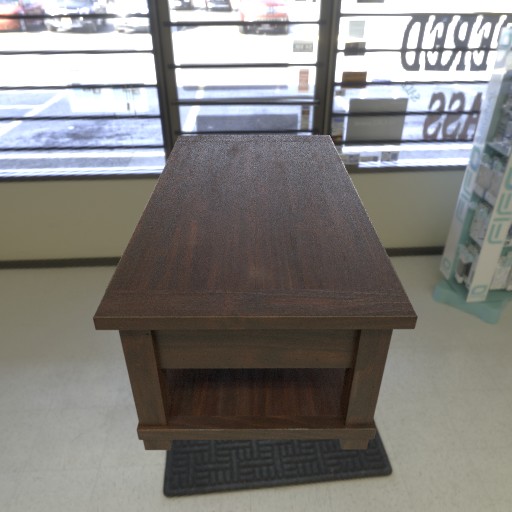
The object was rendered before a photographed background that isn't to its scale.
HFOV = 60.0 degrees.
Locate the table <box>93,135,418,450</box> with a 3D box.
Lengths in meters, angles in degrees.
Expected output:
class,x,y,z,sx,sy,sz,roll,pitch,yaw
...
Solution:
class,x,y,z,sx,sy,sz,roll,pitch,yaw
table,0.000,0.000,1.590,0.700,0.494,1.270,0,32,0
